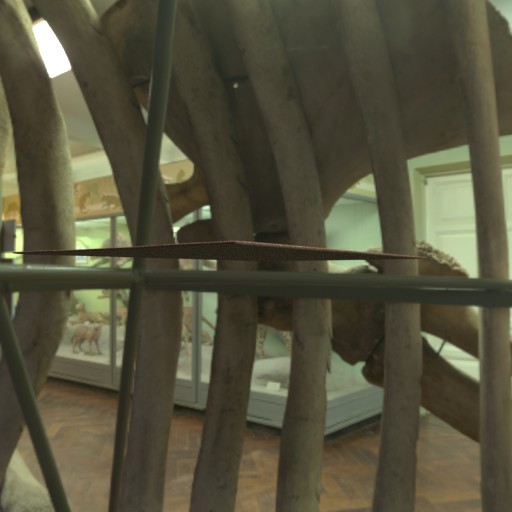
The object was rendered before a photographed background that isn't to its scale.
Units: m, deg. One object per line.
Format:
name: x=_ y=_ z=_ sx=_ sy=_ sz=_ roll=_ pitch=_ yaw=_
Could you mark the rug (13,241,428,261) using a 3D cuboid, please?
rug: x=0.000 y=0.000 z=2.141 sx=1.139 sy=0.011 sz=1.747 roll=-1 pitch=-2 yaw=36
